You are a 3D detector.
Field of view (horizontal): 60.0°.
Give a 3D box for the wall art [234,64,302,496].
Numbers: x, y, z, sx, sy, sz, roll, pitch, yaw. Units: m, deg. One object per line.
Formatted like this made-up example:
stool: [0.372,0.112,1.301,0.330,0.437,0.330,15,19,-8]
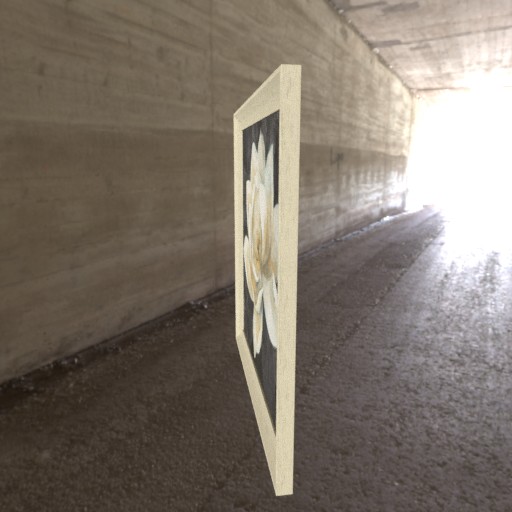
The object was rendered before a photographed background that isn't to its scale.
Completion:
wall art: [0.000,0.000,1.501,0.045,1.016,1.016,-2,12,-8]
